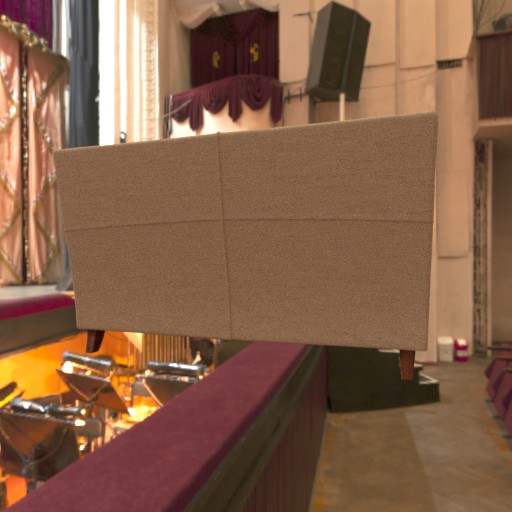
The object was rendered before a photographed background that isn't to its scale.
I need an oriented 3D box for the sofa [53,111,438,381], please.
[{"bbox_3d":[0.000,0.000,1.998,1.482,0.892,0.891,0,0,19],"label":"sofa"}]
